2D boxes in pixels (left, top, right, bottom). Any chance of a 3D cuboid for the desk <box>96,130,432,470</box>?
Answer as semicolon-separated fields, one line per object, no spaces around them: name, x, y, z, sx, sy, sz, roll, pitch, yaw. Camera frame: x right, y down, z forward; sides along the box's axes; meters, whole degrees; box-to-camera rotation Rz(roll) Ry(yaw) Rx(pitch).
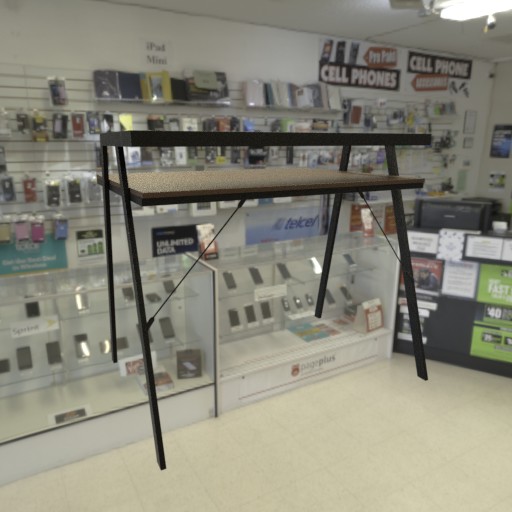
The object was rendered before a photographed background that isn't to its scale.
desk;0.000;0.000;1.881;1.143;0.998;0.936;-7;16;-27
